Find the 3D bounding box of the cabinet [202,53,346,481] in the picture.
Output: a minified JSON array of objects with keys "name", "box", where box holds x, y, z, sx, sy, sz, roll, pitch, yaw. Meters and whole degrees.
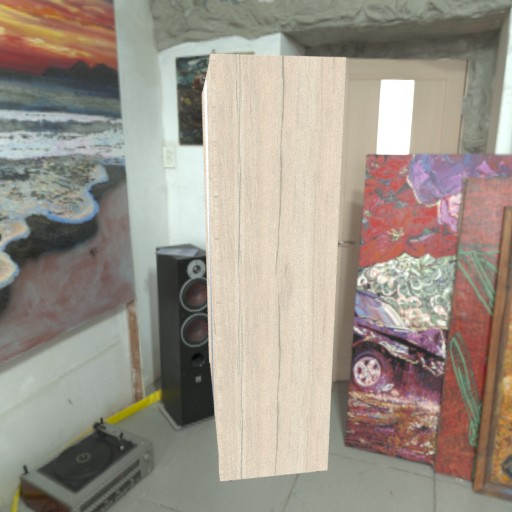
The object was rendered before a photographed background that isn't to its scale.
[{"name":"cabinet","box":[0.000,0.000,2.775,0.580,2.070,1.400,-2,14,-8]}]
